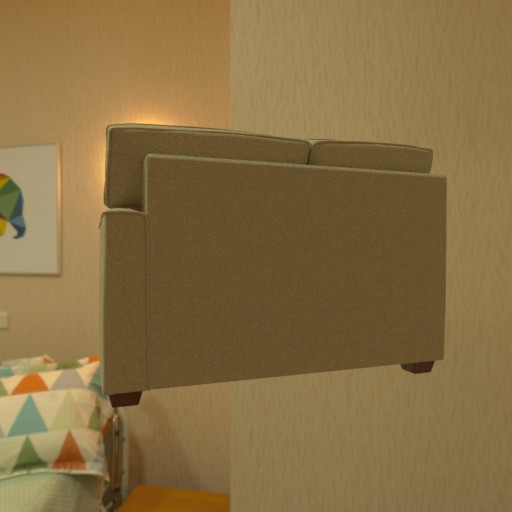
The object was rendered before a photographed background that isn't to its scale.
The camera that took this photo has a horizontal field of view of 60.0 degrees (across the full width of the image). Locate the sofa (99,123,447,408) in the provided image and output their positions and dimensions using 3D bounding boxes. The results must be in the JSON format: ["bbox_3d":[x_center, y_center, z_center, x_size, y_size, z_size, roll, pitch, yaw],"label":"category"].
[{"bbox_3d":[0.000,0.000,2.075,1.388,0.989,0.991,0,1,-19],"label":"sofa"}]
